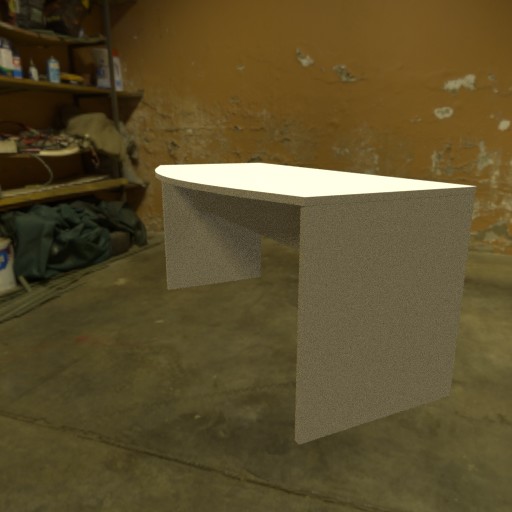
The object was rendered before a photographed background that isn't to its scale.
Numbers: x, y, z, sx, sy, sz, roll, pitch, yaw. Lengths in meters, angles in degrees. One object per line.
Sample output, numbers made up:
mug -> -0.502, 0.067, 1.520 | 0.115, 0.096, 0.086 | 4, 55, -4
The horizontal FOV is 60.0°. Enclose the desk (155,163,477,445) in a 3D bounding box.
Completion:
desk -> 0.000, 0.000, 2.042 | 0.802, 0.750, 1.600 | -7, 16, -24
